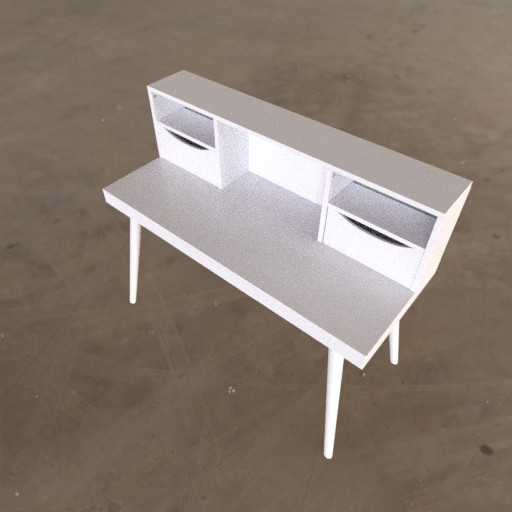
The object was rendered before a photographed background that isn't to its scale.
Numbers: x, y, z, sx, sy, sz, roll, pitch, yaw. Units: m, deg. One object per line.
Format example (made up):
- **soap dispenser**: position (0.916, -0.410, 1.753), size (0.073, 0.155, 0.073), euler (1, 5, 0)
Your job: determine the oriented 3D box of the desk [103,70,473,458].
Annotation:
- **desk**: position (0.000, 0.000, 1.751), size (1.199, 0.990, 0.559), euler (31, 53, 27)
